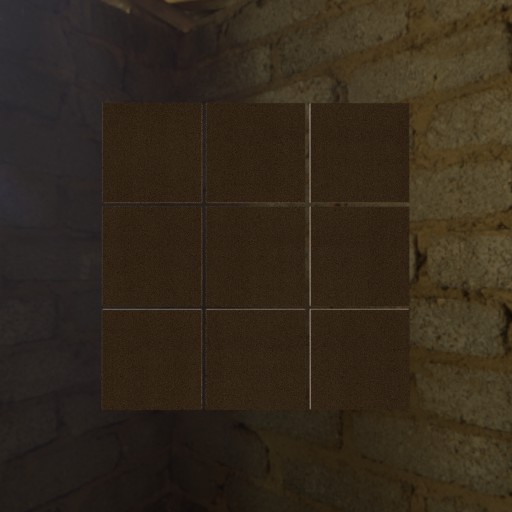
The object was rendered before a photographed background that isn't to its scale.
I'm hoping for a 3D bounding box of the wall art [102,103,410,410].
[{"bbox_3d":[0.000,0.000,1.765,1.219,1.218,0.013,0,0,0],"label":"wall art"}]
